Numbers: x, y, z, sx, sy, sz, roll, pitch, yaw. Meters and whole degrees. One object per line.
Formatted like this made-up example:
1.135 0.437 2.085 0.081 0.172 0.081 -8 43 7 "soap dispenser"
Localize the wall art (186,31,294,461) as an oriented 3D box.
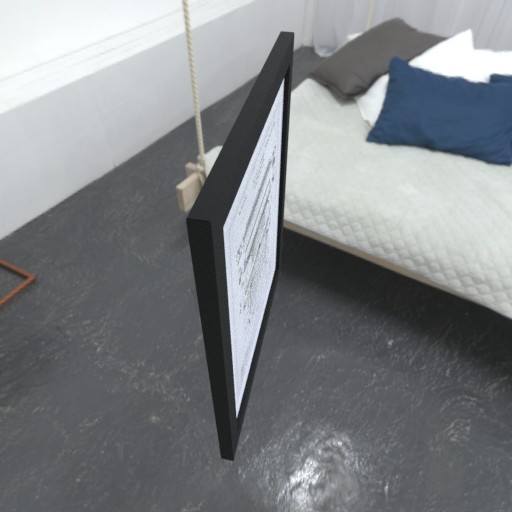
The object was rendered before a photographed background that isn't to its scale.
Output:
0.000 0.000 0.681 0.021 0.508 0.432 9 46 9 "wall art"
